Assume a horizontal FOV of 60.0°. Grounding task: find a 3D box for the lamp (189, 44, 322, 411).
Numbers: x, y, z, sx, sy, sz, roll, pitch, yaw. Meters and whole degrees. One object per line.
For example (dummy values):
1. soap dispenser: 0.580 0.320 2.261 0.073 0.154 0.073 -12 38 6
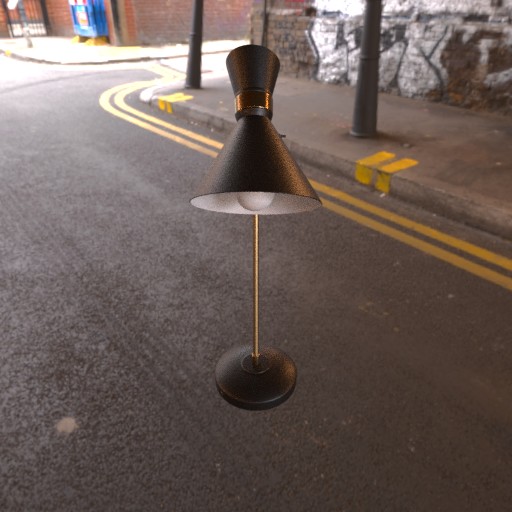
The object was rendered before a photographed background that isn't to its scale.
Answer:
1. lamp: 0.000 0.000 0.758 0.189 0.647 0.292 0 30 0
